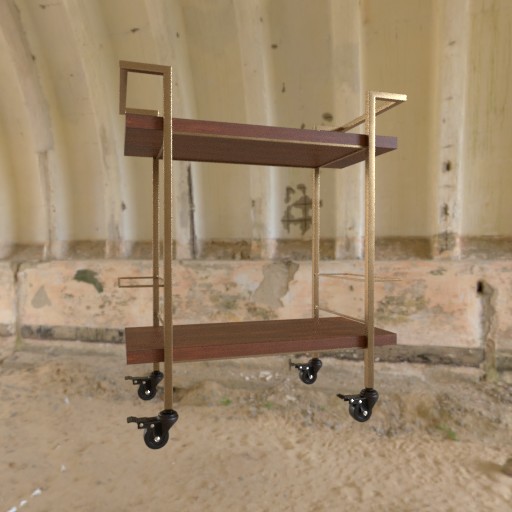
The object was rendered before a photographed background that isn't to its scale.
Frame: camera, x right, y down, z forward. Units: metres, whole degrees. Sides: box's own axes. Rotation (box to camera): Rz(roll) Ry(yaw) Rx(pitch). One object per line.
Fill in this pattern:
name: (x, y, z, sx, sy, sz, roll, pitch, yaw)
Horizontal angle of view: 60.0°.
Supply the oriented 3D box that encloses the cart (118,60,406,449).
cart: (0.000, 0.000, 1.166, 0.695, 0.807, 0.364, 0, 1, -17)
